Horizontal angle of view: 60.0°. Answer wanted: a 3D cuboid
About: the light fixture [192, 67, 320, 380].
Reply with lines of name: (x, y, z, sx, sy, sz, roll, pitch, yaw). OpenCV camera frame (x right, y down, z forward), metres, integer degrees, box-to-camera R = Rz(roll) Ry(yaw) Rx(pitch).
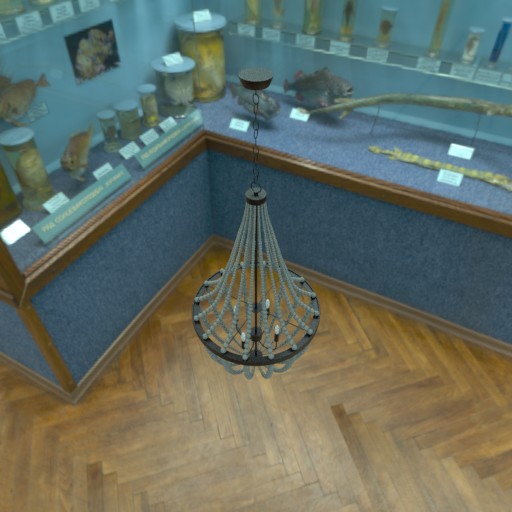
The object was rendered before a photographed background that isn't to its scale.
light fixture: (0.000, 0.000, 1.382, 0.450, 1.133, 0.450, 0, 44, 0)
